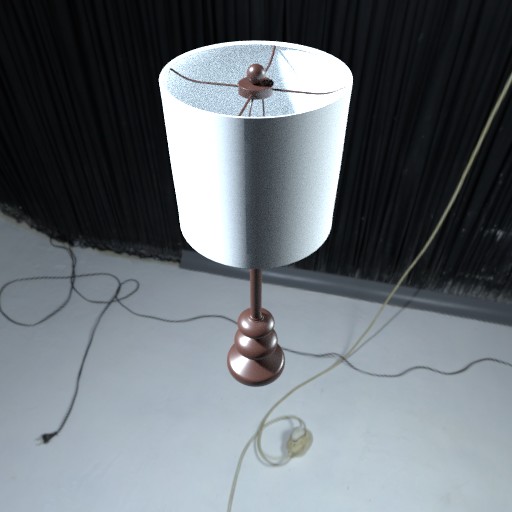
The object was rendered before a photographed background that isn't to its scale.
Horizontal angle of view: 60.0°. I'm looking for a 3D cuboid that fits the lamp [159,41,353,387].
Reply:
[{"bbox_3d":[0.000,0.000,0.815,0.254,0.690,0.254,9,44,10],"label":"lamp"}]
